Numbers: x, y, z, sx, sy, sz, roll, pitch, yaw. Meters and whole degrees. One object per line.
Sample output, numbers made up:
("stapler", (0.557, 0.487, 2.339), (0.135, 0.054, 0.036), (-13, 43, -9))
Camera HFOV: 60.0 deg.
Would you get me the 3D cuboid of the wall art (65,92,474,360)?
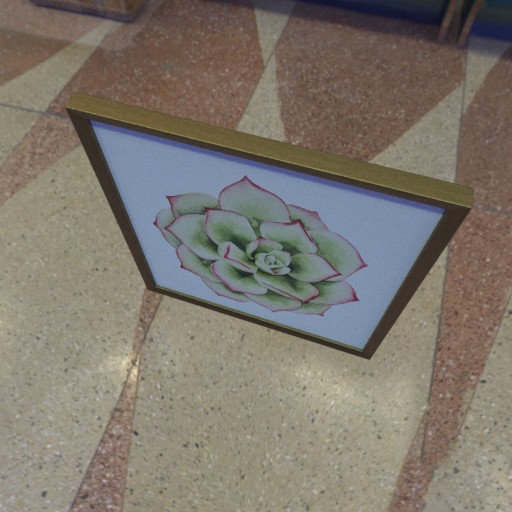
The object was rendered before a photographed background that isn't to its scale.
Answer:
("wall art", (0.000, 0.000, 0.743), (0.503, 0.506, 0.031), (16, 60, 10))
